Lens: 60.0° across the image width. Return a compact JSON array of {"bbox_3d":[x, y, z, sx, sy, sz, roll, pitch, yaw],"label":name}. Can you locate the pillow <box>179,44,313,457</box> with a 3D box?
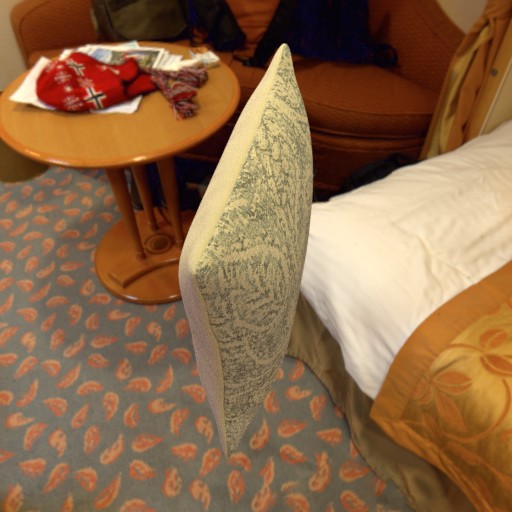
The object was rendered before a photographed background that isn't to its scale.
[{"bbox_3d":[0.000,0.000,0.770,0.166,0.510,0.523,9,49,8],"label":"pillow"}]
